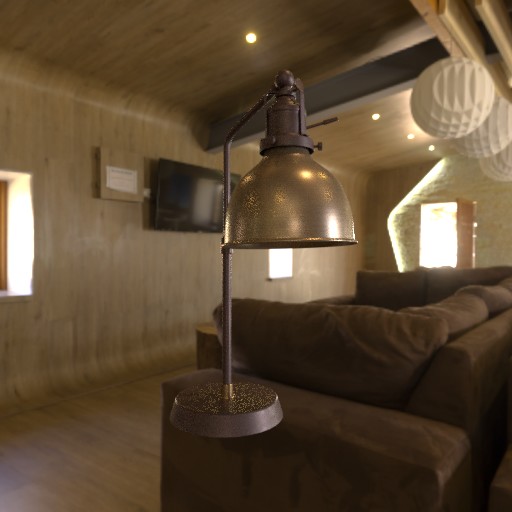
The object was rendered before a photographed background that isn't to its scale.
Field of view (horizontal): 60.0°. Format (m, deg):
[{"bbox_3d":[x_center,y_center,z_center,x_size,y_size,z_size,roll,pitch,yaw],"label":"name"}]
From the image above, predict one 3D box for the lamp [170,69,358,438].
[{"bbox_3d":[0.000,0.000,0.602,0.175,0.469,0.298,0,0,-37],"label":"lamp"}]
